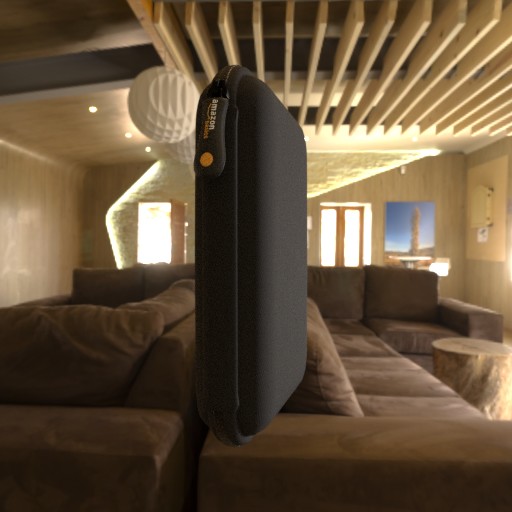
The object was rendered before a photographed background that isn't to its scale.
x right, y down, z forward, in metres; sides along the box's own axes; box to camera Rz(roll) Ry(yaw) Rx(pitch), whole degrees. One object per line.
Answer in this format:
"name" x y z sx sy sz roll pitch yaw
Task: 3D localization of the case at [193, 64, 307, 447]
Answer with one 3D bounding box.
"case" 0.000 0.000 0.195 0.030 0.147 0.107 0 1 18
